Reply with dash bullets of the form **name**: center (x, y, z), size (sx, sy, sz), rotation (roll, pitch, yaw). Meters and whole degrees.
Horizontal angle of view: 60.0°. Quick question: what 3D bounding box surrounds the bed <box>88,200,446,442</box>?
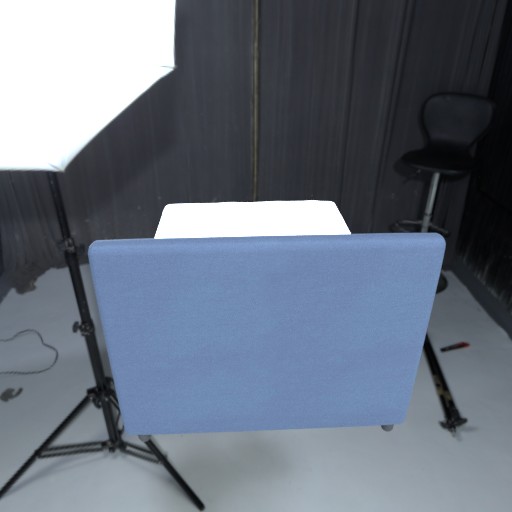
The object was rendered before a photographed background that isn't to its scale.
- **bed**: center (0.000, 0.000, 3.242), size (1.713, 1.330, 2.162), rotation (-1, 29, -2)
